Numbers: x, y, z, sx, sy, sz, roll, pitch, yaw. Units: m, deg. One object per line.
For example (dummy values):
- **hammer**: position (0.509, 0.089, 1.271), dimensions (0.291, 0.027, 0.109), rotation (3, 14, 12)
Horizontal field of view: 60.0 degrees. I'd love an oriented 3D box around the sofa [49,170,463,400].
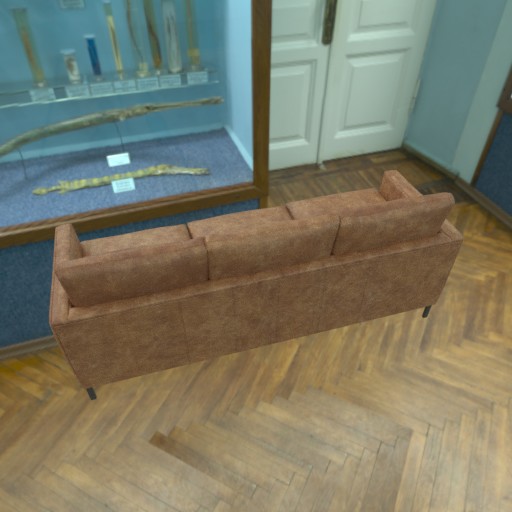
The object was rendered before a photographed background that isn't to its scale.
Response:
- **sofa**: position (0.000, 0.000, 2.424), dimensions (2.029, 0.863, 0.748), rotation (-11, 43, -12)
